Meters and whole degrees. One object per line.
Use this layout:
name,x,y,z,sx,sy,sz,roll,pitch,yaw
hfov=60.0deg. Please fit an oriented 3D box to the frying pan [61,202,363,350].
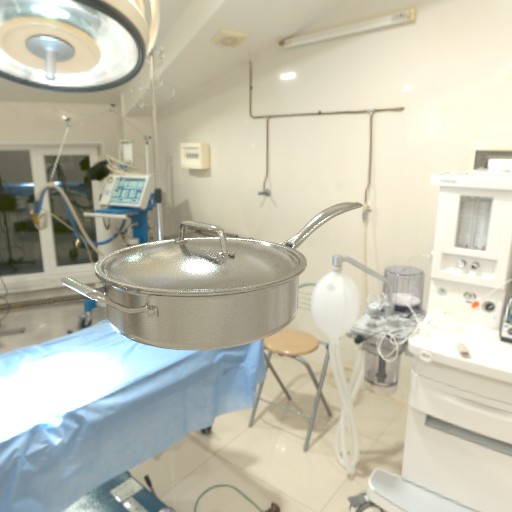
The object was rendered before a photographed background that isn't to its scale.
frying pan,0.000,0.000,0.592,0.245,0.111,0.492,14,20,43
